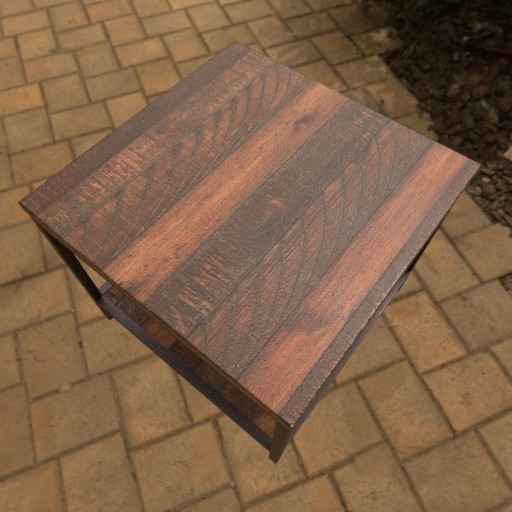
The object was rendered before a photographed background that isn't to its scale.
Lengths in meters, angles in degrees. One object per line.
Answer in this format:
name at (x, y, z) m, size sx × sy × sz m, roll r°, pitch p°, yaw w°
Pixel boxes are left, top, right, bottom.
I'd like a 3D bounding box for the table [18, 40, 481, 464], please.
table at (0.000, 0.000, 0.947) m, size 0.553 × 0.482 × 0.548 m, roll 35°, pitch 65°, yaw 18°
